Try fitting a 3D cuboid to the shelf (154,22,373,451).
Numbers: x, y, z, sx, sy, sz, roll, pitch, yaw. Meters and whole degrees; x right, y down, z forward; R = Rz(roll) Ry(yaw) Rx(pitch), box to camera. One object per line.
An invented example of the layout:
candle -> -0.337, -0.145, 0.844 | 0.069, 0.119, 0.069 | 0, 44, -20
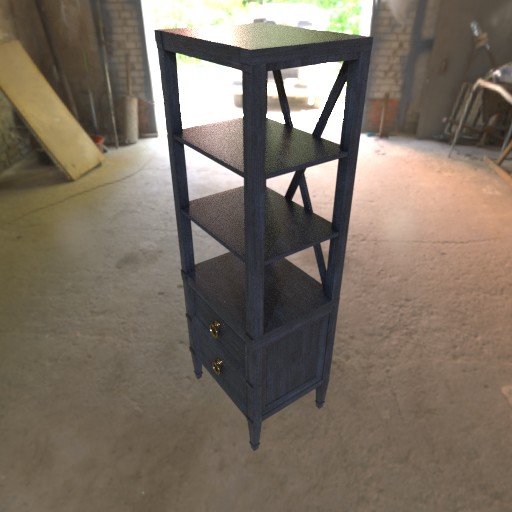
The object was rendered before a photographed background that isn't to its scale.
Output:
shelf -> 0.000, 0.000, 1.913 | 0.472, 1.727, 0.584 | -21, 38, -29
